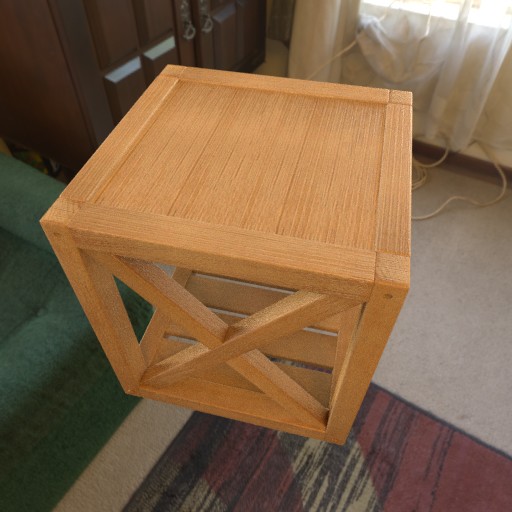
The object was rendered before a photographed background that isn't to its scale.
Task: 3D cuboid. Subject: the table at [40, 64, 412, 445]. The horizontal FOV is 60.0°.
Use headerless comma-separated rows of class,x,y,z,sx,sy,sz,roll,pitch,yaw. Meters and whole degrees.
table,0.000,0.000,1.042,0.559,0.610,0.558,10,49,9
